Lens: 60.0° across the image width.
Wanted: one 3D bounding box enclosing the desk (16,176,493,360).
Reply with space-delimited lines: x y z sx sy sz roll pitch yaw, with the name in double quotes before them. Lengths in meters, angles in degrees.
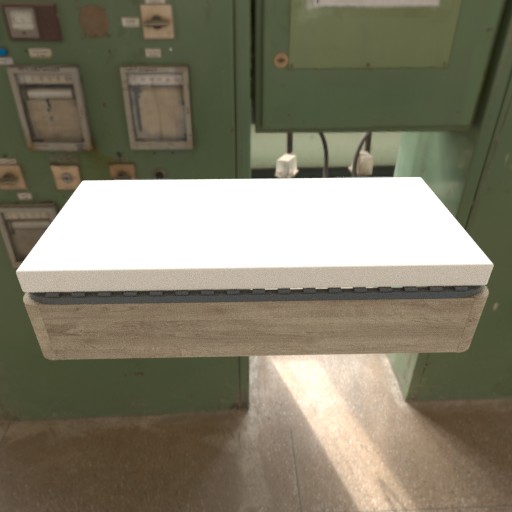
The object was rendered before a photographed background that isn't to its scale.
"desk" 0.000 0.000 2.179 1.900 0.455 0.900 -1 33 -1
